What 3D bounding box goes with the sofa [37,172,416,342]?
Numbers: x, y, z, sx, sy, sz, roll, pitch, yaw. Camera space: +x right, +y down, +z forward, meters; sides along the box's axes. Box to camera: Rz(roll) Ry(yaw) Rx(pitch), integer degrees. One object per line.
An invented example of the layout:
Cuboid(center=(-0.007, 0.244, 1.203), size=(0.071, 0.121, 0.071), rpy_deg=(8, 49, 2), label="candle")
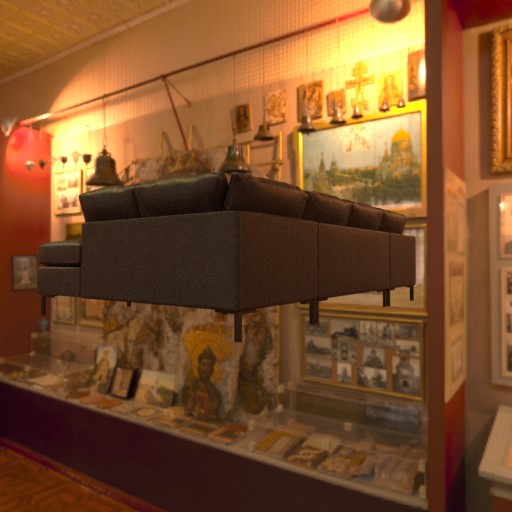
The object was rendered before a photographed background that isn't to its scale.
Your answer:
Cuboid(center=(0.000, 0.000, 3.936), size=(1.939, 0.900, 2.956), rpy_deg=(0, -1, 36), label="sofa")
